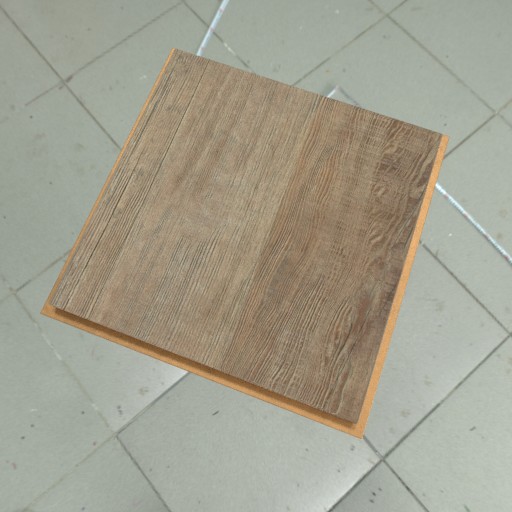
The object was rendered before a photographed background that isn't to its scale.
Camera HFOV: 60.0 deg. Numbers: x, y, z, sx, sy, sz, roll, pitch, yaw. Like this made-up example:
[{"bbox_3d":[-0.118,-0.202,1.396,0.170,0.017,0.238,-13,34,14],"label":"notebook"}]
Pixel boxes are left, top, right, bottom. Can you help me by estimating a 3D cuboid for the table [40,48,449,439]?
[{"bbox_3d":[0.000,0.000,1.089,0.599,0.584,0.599,20,76,5],"label":"table"}]
